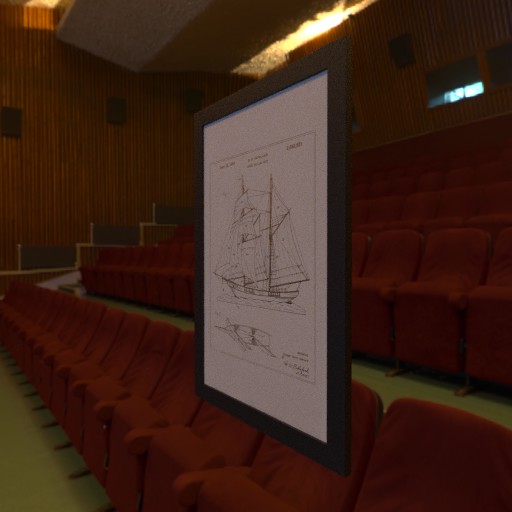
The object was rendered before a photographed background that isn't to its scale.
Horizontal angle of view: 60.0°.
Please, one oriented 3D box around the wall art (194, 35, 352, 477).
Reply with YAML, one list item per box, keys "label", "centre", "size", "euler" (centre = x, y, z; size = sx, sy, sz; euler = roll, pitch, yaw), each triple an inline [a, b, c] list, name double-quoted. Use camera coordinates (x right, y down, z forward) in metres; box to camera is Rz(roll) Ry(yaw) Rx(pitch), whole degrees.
- label: "wall art"
  centre: [0.000, 0.000, 0.691]
  size: [0.013, 0.534, 0.381]
  euler: [0, 1, -36]
